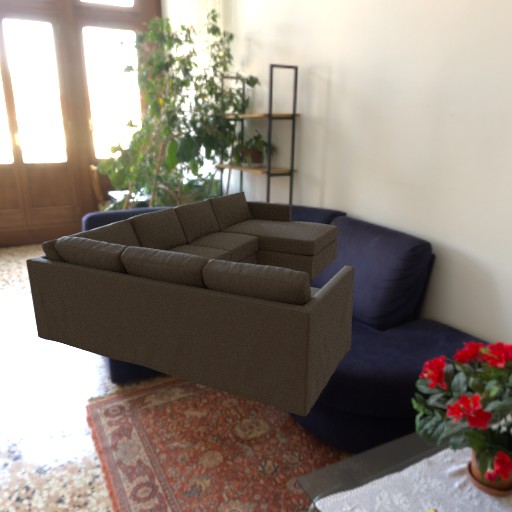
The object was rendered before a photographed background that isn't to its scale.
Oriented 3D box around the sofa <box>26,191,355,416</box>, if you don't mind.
[{"bbox_3d":[0.000,0.000,4.583,2.427,0.882,3.460,8,18,25],"label":"sofa"}]
